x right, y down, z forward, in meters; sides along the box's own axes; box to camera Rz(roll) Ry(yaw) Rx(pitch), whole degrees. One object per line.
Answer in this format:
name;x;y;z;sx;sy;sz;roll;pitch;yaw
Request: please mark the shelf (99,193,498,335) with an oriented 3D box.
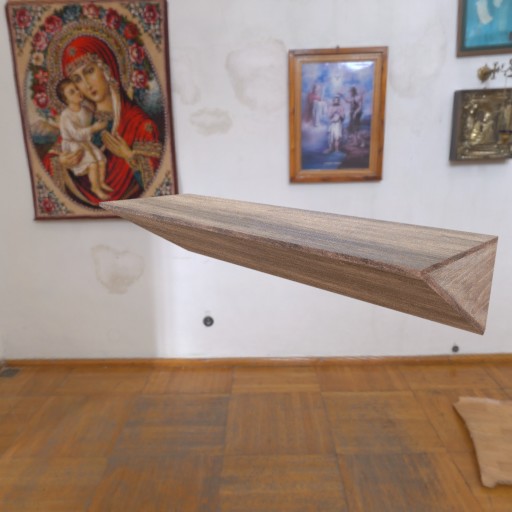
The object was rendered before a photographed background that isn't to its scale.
shelf;0.000;0.000;0.679;0.200;0.125;0.610;-14;20;-43
